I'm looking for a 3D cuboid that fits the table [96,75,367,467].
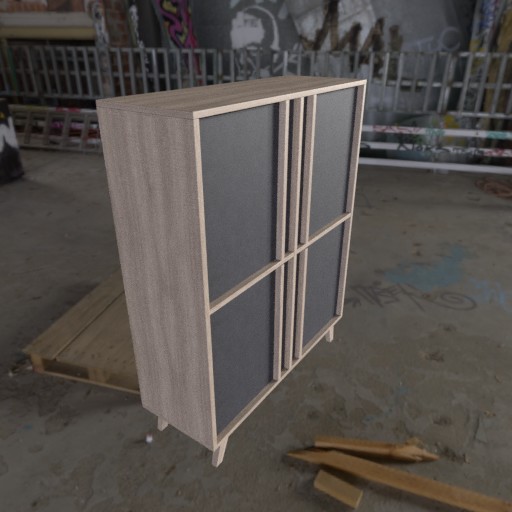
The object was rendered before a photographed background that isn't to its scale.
[{"bbox_3d":[0.000,0.000,1.946,0.398,1.388,1.111,18,32,31],"label":"table"}]
